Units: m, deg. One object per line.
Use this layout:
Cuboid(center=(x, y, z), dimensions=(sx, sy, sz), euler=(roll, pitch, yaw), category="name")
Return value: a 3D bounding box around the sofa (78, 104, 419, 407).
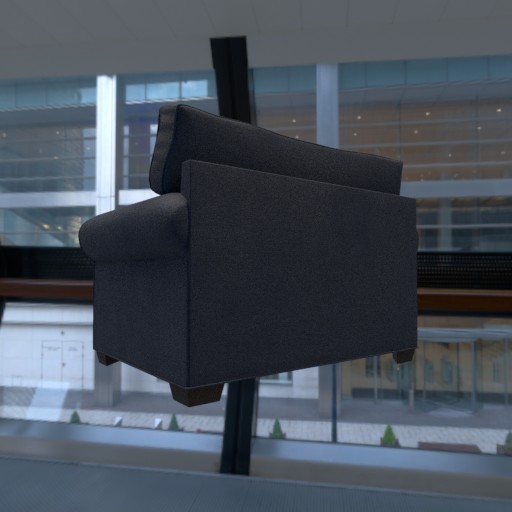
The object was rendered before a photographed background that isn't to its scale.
Cuboid(center=(0.000, 0.000, 2.121), dimensions=(1.405, 1.004, 0.938), euler=(2, -3, -37), category="sofa")
